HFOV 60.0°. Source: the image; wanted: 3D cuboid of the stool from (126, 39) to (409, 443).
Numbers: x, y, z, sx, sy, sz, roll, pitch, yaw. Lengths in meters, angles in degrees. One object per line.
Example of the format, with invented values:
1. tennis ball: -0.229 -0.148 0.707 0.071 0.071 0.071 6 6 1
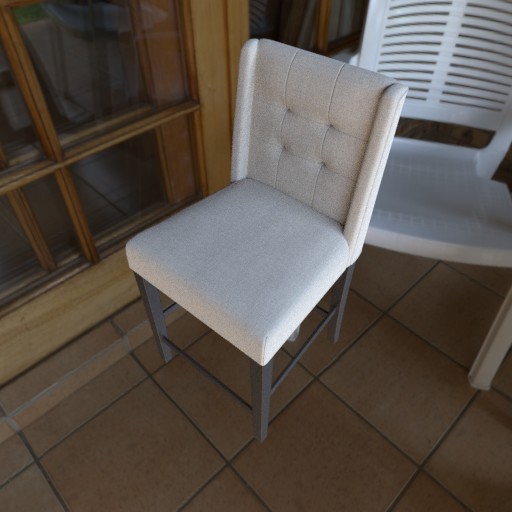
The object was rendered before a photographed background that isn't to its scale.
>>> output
1. stool: 0.000 0.000 1.225 0.474 0.939 0.509 31 53 27
